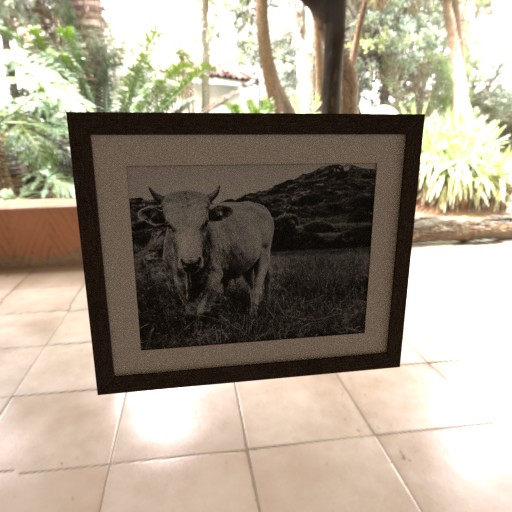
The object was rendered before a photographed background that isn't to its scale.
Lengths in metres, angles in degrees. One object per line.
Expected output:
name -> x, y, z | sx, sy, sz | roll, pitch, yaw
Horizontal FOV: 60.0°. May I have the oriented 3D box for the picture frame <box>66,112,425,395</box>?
picture frame -> 0.000, 0.000, 0.742 | 0.546, 0.455, 0.026 | -3, 16, -9
